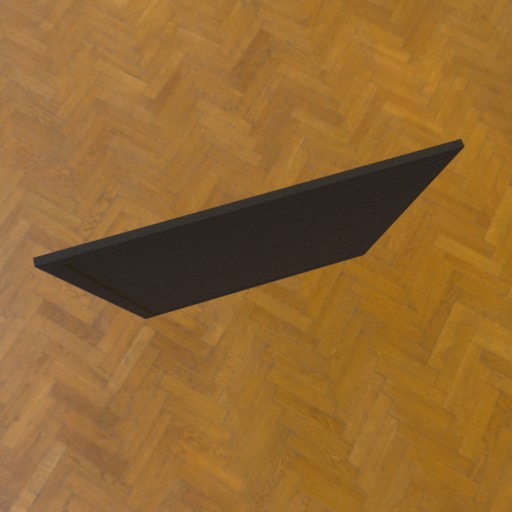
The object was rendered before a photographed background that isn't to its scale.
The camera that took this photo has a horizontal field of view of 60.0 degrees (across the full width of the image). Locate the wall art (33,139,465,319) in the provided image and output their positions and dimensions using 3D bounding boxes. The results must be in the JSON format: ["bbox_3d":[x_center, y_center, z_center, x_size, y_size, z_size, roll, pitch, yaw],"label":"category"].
[{"bbox_3d":[0.000,0.000,0.825,0.562,0.558,0.012,-16,76,-4],"label":"wall art"}]
